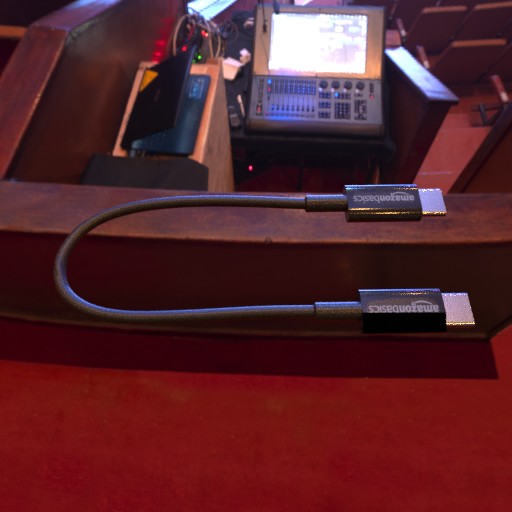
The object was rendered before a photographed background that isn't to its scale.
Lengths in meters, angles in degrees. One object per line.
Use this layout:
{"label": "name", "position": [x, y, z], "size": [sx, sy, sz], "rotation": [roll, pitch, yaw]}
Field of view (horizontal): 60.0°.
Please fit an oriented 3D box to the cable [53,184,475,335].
{"label": "cable", "position": [0.000, 0.000, 0.109], "size": [0.098, 0.005, 0.041], "rotation": [-1, 63, 0]}
